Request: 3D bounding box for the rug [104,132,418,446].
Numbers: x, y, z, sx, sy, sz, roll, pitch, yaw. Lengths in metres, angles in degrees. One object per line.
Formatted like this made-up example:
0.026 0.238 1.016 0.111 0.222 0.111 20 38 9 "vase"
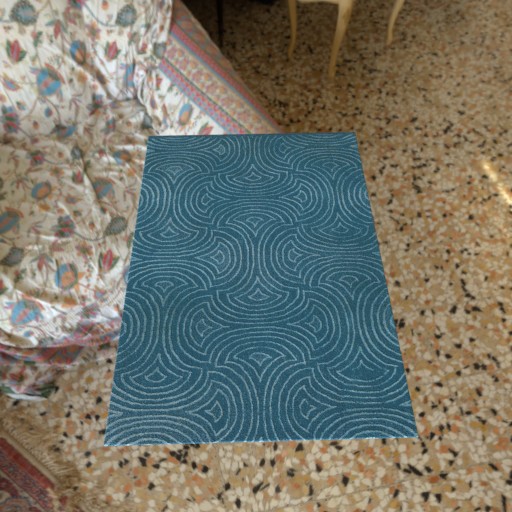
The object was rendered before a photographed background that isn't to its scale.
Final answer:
0.000 0.000 2.739 1.543 0.015 2.144 -1 58 -1 "rug"
